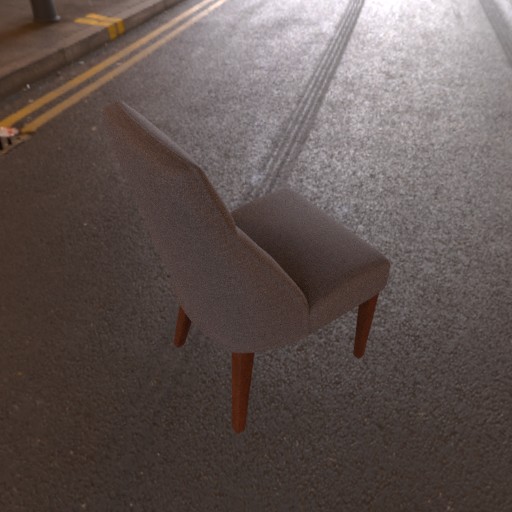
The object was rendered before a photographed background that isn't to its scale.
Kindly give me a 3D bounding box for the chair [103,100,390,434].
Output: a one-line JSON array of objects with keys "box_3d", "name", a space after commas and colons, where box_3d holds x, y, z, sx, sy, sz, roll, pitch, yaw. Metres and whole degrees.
[{"box_3d": [0.000, 0.000, 1.277, 0.620, 0.930, 0.500, -25, 47, -26], "name": "chair"}]
